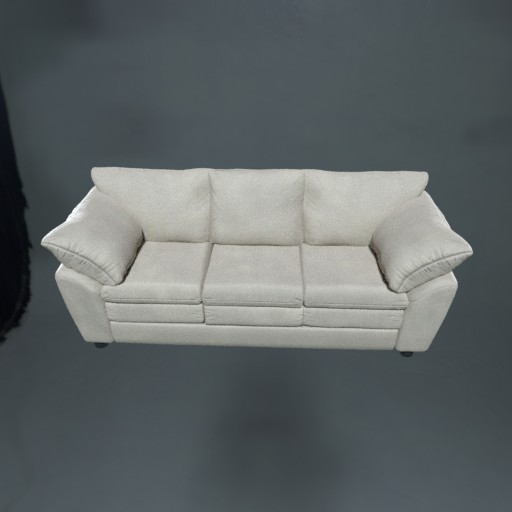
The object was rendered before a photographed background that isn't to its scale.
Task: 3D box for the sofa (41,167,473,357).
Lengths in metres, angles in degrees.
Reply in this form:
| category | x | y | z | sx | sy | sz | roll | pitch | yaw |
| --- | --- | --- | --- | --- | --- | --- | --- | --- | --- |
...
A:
| category | x | y | z | sx | sy | sz | roll | pitch | yaw |
| --- | --- | --- | --- | --- | --- | --- | --- | --- | --- |
| sofa | 0.000 | 0.000 | 2.846 | 2.334 | 0.996 | 0.878 | 1 | 29 | 2 |
